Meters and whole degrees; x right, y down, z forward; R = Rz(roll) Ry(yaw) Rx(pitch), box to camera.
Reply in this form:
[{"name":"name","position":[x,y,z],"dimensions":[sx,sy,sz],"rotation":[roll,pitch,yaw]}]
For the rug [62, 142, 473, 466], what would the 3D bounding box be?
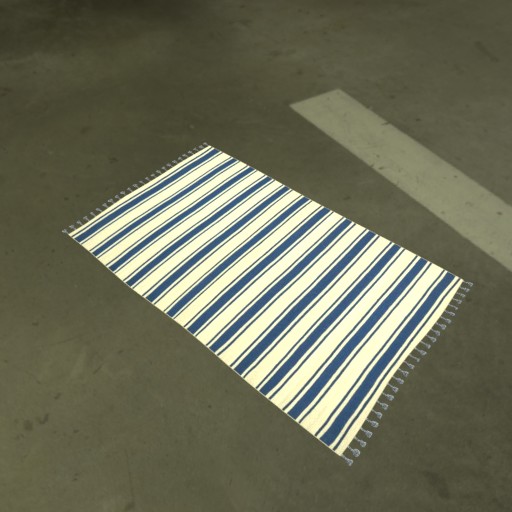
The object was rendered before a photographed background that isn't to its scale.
[{"name":"rug","position":[0.000,0.000,2.578],"dimensions":[2.108,0.009,1.248],"rotation":[33,56,26]}]
